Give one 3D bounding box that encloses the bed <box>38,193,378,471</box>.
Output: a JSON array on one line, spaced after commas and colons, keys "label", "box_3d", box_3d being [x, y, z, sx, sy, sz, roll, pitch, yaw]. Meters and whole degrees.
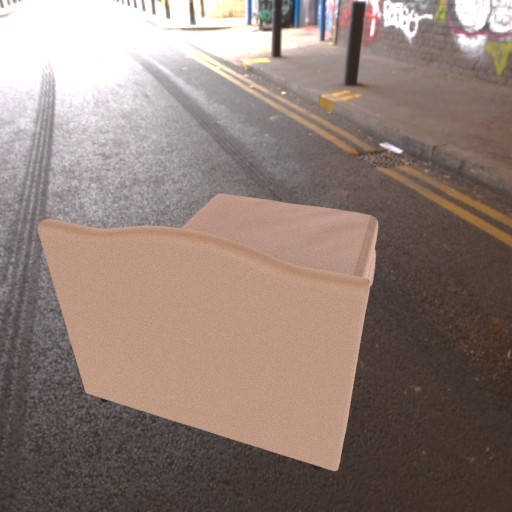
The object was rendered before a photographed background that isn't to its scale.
[{"label": "bed", "box_3d": [0.000, 0.000, 3.293, 1.753, 1.460, 2.143, 11, 33, 16]}]
